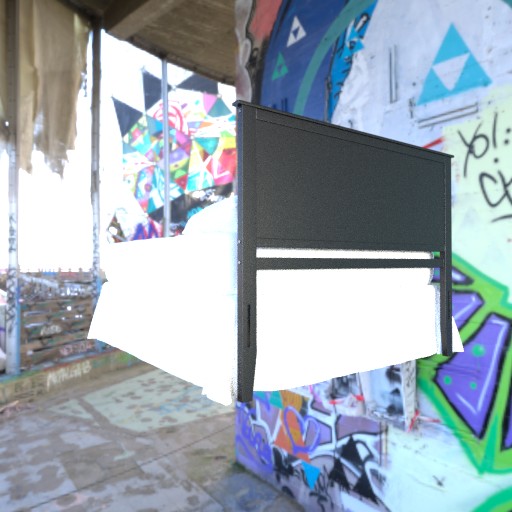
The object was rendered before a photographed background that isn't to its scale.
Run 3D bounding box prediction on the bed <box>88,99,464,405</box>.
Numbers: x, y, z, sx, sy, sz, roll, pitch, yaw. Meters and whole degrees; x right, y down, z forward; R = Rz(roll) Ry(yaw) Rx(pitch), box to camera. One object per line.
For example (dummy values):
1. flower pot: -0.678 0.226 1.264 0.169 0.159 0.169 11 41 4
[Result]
1. bed: 0.000 0.000 3.145 1.870 1.270 2.050 1 -1 -36
